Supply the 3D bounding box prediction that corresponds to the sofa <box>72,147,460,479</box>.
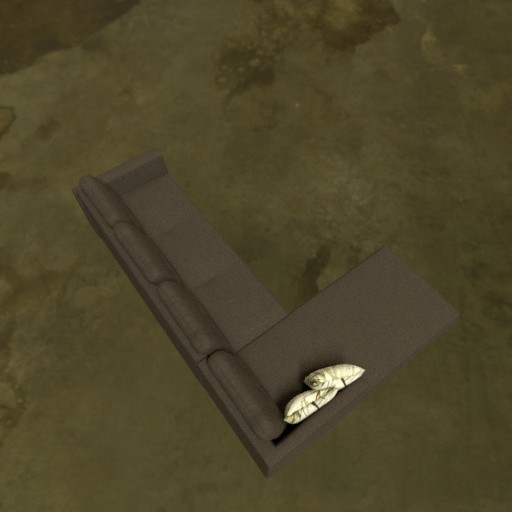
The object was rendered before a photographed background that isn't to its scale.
[{"bbox_3d":[0.000,0.000,3.581,1.829,0.932,2.679,-33,64,-18],"label":"sofa"}]
